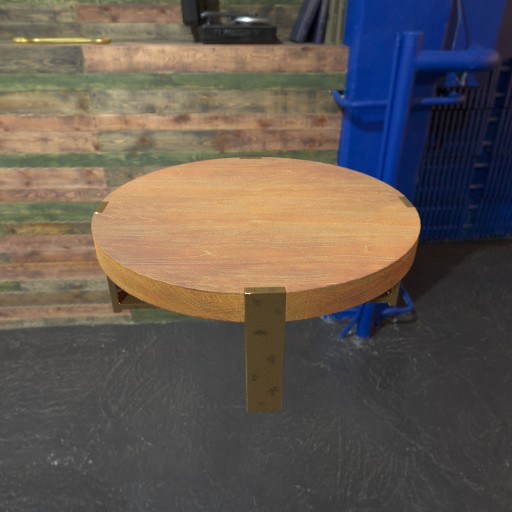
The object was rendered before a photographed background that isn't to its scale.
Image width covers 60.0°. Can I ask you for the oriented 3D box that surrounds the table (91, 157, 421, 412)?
[{"bbox_3d":[0.000,0.000,1.665,1.100,0.420,1.100,0,30,0],"label":"table"}]
